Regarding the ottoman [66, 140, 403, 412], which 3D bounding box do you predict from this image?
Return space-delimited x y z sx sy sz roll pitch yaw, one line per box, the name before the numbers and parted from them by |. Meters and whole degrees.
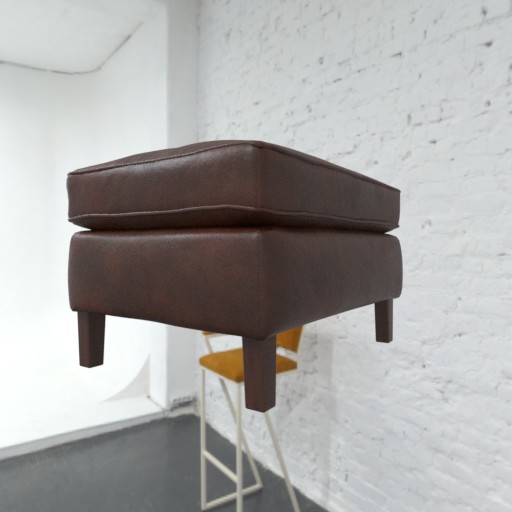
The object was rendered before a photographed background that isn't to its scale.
ottoman | 0.000 0.000 0.994 0.501 0.432 0.665 1 2 35
